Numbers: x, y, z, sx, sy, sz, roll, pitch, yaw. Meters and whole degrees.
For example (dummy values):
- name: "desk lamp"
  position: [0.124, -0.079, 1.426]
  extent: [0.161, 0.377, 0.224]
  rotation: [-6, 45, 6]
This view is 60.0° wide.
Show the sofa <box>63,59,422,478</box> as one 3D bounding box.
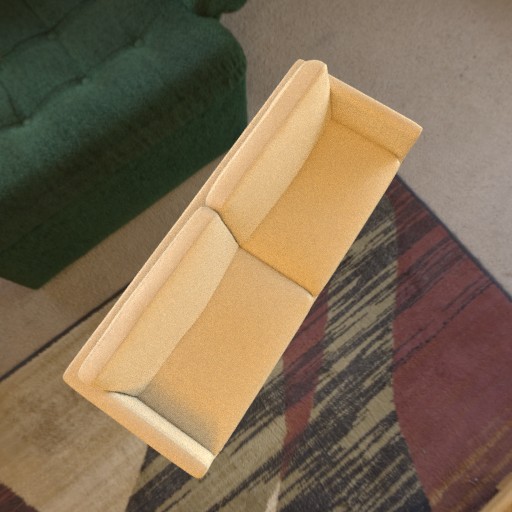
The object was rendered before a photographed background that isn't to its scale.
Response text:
- name: "sofa"
  position: [0.000, 0.000, 2.823]
  extent: [0.948, 0.965, 2.434]
  rotation: [33, 78, 8]
